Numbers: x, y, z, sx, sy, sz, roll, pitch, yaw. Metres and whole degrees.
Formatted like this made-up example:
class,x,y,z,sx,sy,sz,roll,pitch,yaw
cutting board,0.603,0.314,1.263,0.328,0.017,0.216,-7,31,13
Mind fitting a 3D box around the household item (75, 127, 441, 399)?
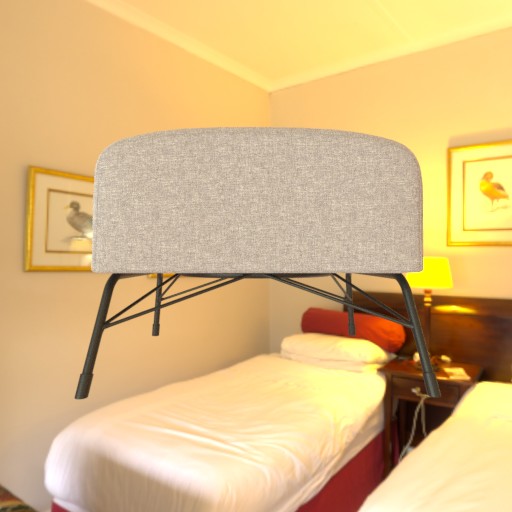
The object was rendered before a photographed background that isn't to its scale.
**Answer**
class,x,y,z,sx,sy,sz,roll,pitch,yaw
household item,0.000,0.000,0.899,0.530,0.410,0.530,0,0,-1
